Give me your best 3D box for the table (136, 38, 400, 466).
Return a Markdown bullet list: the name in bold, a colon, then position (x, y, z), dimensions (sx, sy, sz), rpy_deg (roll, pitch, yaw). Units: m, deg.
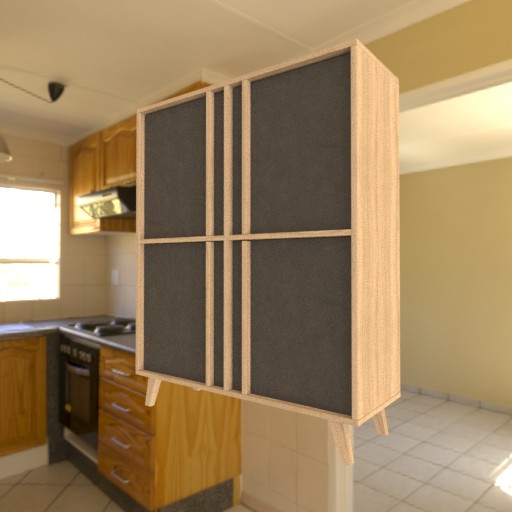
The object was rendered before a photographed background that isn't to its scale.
- **table**: position (0.000, 0.000, 1.909), dimensions (1.111, 1.388, 0.398), rpy_deg (-1, -1, 37)
